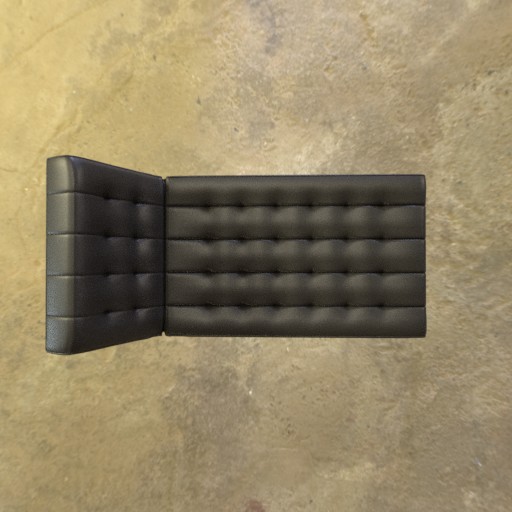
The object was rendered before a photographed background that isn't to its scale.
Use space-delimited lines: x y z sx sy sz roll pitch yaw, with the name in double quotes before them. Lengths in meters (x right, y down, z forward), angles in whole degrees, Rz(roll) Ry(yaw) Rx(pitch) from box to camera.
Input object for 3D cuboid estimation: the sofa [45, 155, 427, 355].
"sofa" 0.000 0.000 1.992 1.560 0.820 0.760 0 89 2
